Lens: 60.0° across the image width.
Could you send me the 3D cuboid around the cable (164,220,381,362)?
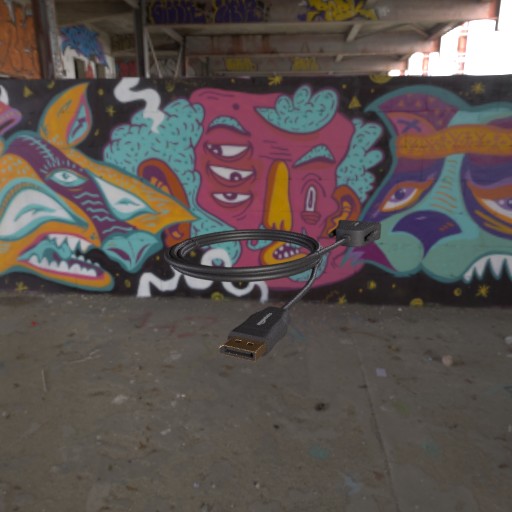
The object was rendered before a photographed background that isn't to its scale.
[{"bbox_3d":[0.000,0.000,0.327,0.136,0.015,0.281,7,16,24],"label":"cable"}]
